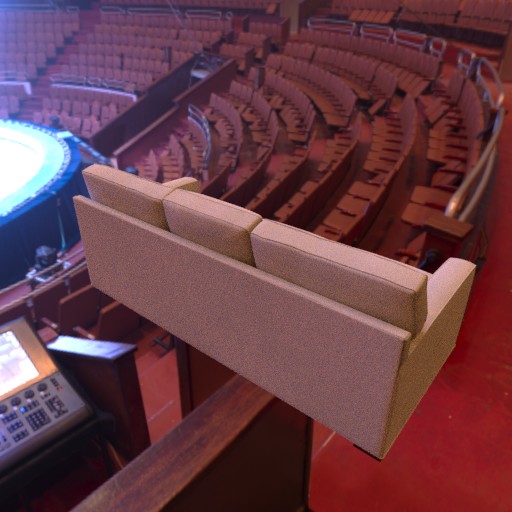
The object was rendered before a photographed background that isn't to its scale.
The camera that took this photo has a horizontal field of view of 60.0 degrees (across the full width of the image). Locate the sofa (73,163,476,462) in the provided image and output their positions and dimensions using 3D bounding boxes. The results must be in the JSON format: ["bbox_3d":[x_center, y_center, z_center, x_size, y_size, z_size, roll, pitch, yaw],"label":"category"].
[{"bbox_3d":[0.000,0.000,2.509,2.088,0.862,0.935,22,36,33],"label":"sofa"}]
